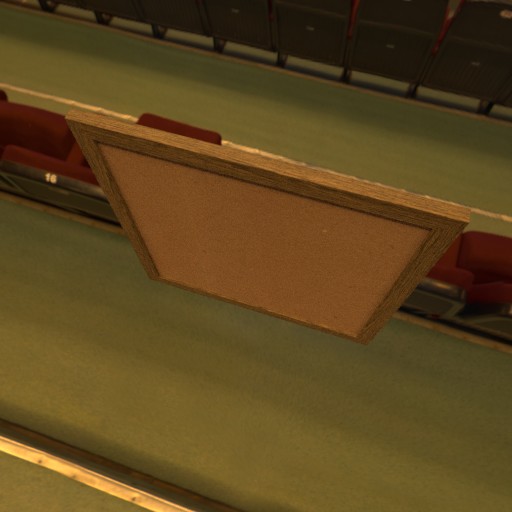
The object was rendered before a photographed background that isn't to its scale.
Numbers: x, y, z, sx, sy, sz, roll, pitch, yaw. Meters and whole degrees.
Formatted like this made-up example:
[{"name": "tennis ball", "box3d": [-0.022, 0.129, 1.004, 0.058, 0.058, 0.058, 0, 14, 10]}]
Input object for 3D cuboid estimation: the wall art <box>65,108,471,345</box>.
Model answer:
[{"name": "wall art", "box3d": [0.000, 0.000, 0.762, 0.508, 0.508, 0.019, 16, 64, 8]}]
